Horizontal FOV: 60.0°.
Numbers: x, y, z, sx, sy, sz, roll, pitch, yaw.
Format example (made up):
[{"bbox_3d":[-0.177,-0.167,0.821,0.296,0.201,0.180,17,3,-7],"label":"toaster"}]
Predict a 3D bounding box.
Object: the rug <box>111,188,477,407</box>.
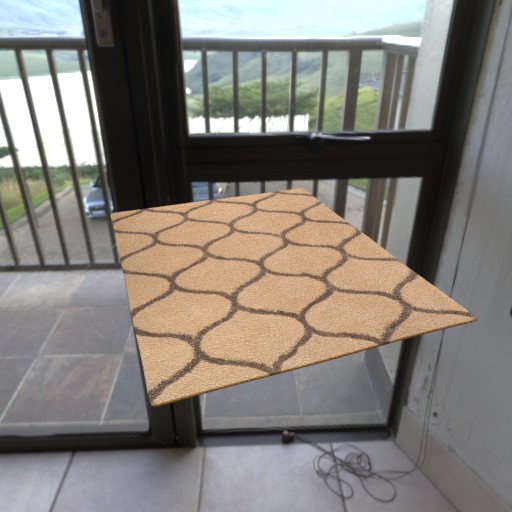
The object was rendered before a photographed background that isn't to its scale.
[{"bbox_3d":[0.000,0.000,4.137,2.399,0.026,3.000,-10,30,-18],"label":"rug"}]
